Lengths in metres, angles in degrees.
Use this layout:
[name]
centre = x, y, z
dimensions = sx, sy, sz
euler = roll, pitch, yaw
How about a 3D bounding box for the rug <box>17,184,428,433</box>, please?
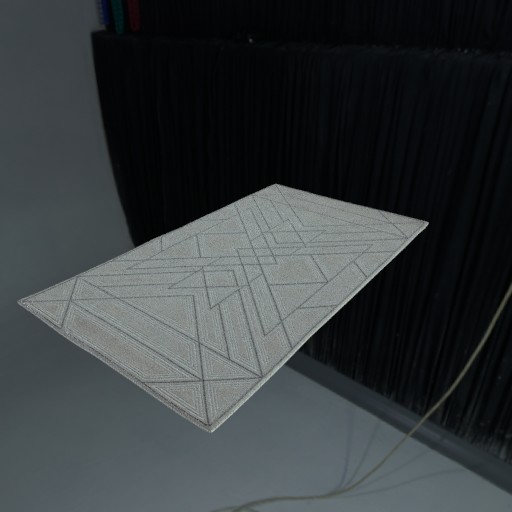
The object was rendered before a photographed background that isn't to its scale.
[rug]
centre = 0.000, 0.000, 1.028
dimensions = 0.511, 0.008, 0.869
euler = 20, 34, 32
